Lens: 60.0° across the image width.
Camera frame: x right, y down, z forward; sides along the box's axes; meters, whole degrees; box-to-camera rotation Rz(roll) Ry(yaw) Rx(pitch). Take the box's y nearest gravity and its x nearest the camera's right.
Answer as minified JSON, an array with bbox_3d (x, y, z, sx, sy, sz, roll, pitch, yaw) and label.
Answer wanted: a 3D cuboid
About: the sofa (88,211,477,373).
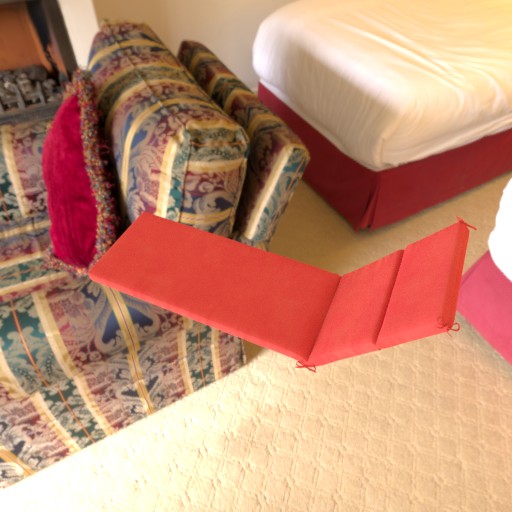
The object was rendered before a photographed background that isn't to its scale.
[{"bbox_3d":[0.000,0.000,2.004,1.663,0.622,0.582,18,50,16],"label":"sofa"}]
